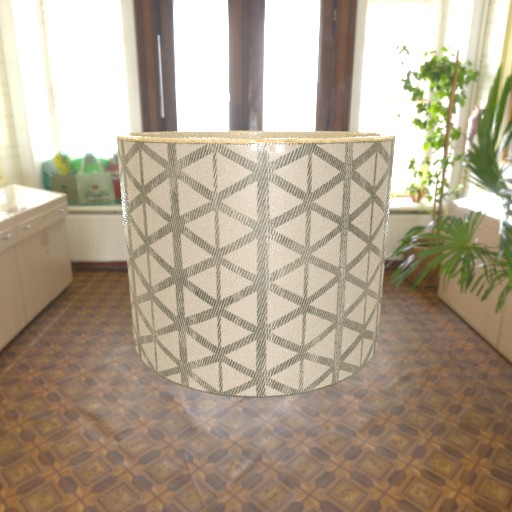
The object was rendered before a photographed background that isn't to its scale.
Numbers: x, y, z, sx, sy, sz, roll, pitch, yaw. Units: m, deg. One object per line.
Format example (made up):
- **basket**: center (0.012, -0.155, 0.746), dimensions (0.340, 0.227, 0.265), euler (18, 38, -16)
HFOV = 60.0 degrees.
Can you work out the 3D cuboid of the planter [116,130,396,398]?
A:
- **planter**: center (0.000, 0.000, 0.448), dimensions (0.250, 0.239, 0.250), euler (0, 17, 0)
